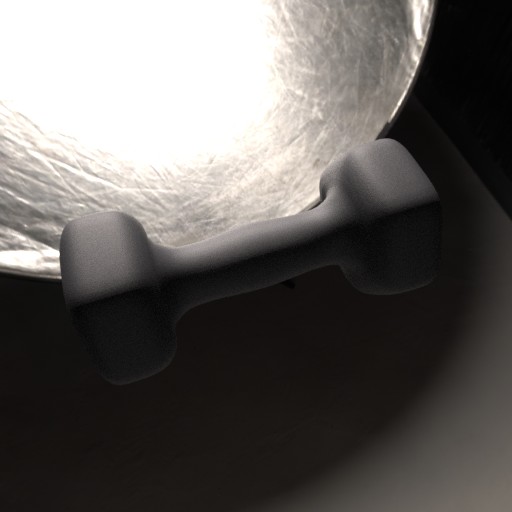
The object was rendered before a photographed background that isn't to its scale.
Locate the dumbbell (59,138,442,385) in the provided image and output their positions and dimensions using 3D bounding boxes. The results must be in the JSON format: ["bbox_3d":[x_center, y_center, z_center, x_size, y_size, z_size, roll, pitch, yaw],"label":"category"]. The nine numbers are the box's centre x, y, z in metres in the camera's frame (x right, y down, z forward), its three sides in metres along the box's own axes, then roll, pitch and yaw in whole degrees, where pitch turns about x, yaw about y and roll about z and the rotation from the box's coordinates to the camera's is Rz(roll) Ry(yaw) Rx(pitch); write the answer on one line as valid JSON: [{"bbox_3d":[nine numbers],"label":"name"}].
[{"bbox_3d":[0.000,0.000,0.302,0.240,0.105,0.116,-16,59,-10],"label":"dumbbell"}]
